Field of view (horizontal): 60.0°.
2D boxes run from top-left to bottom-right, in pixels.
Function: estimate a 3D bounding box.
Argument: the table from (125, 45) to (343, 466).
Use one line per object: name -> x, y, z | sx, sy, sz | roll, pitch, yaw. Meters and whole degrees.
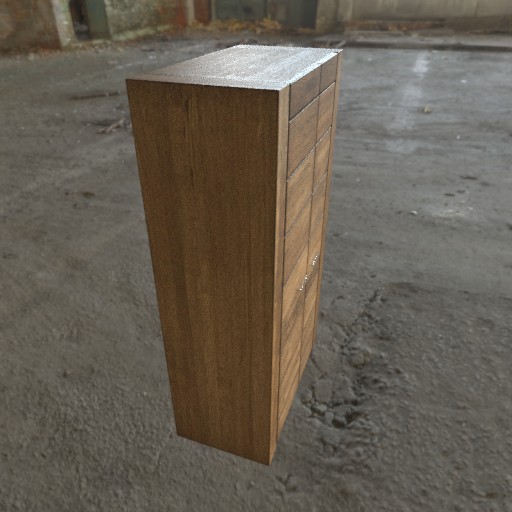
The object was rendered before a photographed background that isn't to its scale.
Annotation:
table -> 0.000, 0.000, 2.466 | 0.600, 2.000, 1.100 | 11, 33, 17
